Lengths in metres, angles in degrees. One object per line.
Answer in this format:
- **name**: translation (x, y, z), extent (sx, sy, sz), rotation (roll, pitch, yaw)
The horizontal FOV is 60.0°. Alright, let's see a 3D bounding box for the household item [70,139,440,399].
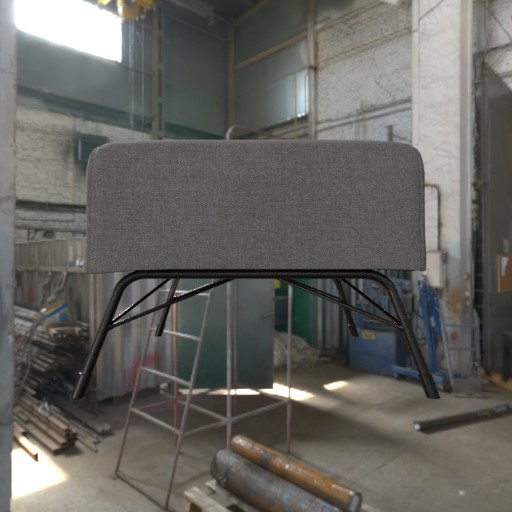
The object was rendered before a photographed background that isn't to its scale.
- **household item**: translation (0.000, 0.000, 0.894), extent (0.530, 0.410, 0.530), rotation (0, -1, 0)
